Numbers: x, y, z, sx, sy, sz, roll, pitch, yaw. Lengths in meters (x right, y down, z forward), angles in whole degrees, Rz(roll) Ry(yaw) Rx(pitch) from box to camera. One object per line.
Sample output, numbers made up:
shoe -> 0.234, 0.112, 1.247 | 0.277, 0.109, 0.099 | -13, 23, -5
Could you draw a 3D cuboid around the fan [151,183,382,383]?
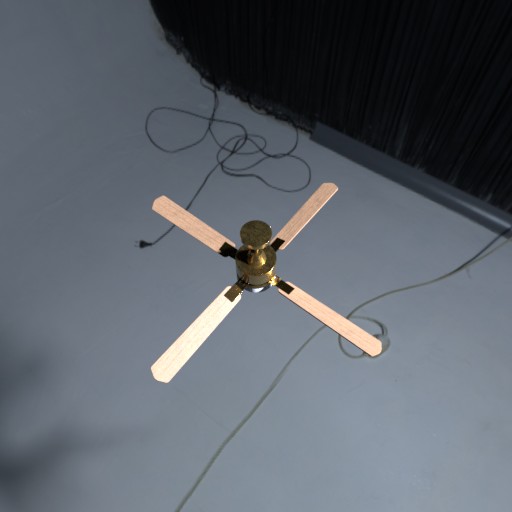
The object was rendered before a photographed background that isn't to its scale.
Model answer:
fan -> 0.000, 0.000, 1.977 | 1.320, 0.355, 1.320 | 33, 64, 19
